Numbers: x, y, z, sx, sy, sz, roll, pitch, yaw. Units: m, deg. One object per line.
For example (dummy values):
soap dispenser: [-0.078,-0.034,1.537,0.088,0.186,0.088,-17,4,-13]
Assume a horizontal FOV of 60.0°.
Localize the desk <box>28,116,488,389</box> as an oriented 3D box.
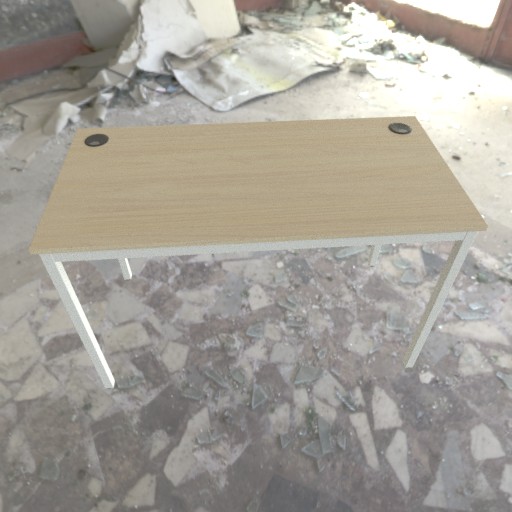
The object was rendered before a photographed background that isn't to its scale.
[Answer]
desk: [0.000,0.000,1.626,1.200,0.750,0.600,-3,46,-3]
